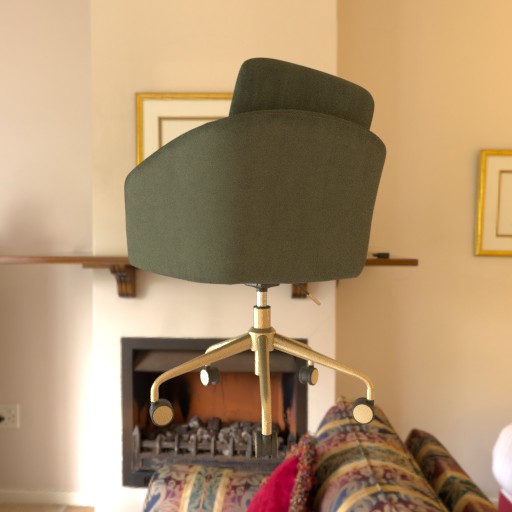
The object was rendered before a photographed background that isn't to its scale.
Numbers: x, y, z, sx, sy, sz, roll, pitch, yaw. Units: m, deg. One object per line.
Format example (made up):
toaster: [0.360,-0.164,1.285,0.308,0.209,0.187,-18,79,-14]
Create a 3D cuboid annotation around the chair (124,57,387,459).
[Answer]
chair: [0.000,0.000,1.318,0.641,0.908,0.635,-1,2,-37]
